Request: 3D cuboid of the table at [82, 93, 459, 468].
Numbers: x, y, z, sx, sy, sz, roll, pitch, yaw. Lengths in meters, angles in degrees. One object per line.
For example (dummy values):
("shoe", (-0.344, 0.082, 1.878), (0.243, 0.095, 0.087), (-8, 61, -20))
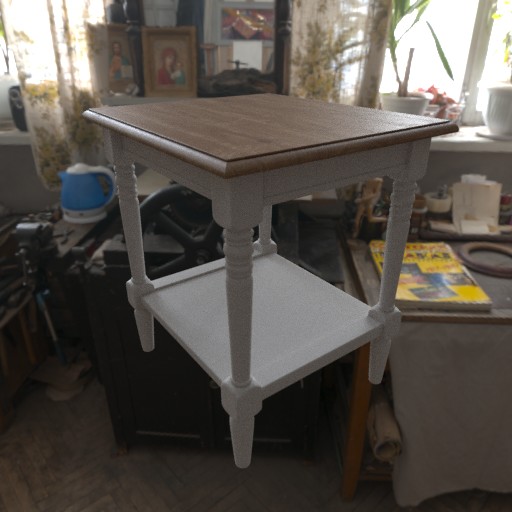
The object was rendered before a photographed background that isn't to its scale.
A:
("table", (0.000, 0.000, 0.910), (0.457, 0.561, 0.508), (-18, 32, -32))
